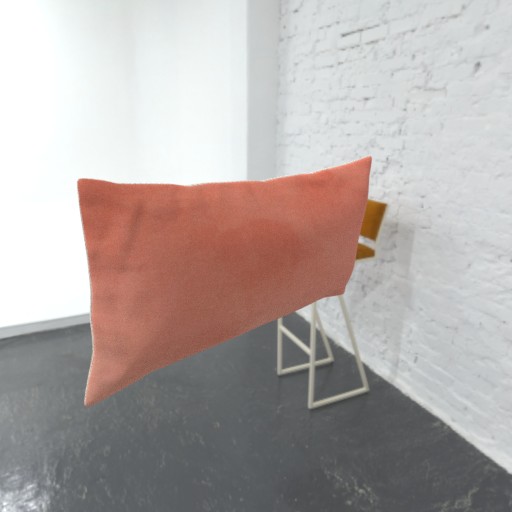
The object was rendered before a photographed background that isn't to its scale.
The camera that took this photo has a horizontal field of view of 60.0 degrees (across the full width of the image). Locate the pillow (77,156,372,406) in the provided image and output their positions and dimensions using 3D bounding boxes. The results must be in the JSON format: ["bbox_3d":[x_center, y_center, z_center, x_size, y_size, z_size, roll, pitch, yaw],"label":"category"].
[{"bbox_3d":[0.000,0.000,0.745,0.155,0.307,0.608,15,22,43],"label":"pillow"}]
